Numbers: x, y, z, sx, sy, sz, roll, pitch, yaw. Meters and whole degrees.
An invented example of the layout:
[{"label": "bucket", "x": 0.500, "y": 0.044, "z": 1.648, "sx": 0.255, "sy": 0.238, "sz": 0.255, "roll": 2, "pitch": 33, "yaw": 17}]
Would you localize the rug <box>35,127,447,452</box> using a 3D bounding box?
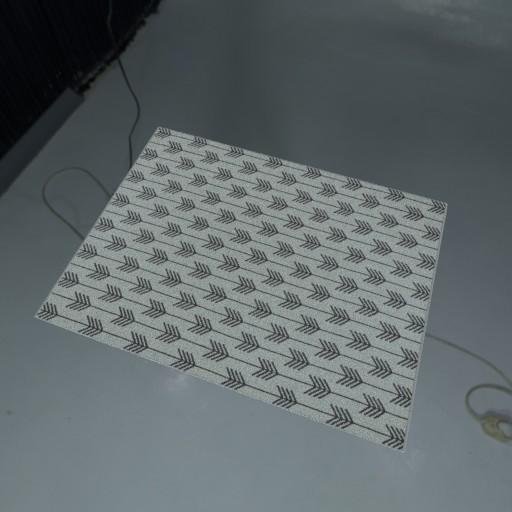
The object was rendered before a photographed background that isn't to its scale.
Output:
[{"label": "rug", "x": 0.000, "y": 0.000, "z": 3.948, "sx": 3.061, "sy": 0.010, "sz": 2.330, "roll": 17, "pitch": 61, "yaw": 10}]
